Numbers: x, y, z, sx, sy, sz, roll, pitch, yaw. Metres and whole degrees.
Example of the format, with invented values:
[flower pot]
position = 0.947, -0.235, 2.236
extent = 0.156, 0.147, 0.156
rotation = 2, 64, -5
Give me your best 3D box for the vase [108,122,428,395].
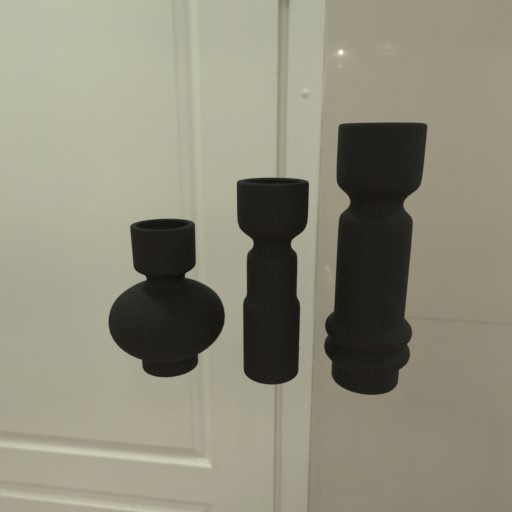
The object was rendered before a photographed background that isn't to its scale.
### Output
[vase]
position = 0.000, 0.000, 0.436
extent = 0.307, 0.249, 0.120
rotation = 2, 15, 8
